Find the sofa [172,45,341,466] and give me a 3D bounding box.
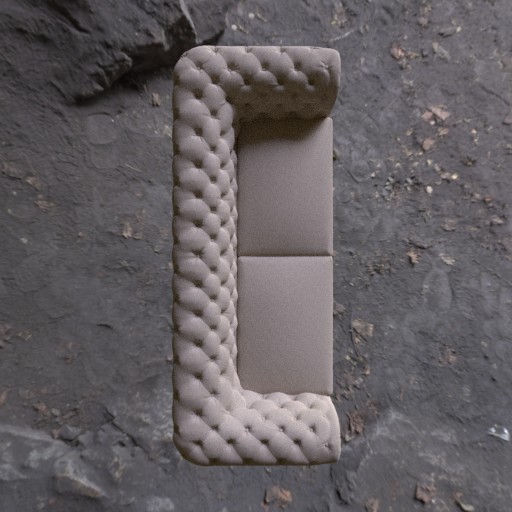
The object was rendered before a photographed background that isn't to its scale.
[{"bbox_3d":[0.000,0.000,3.115,1.076,0.847,2.694,0,90,0],"label":"sofa"}]
